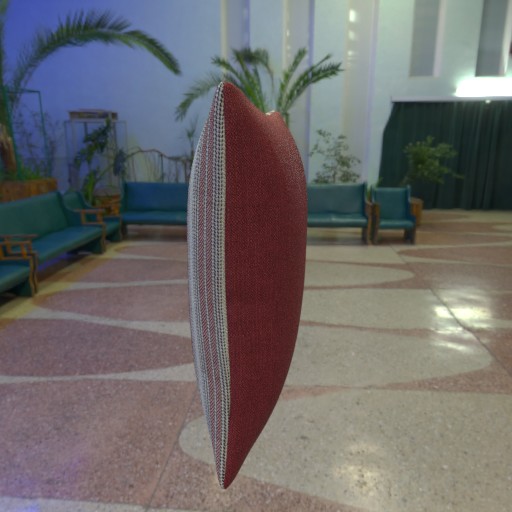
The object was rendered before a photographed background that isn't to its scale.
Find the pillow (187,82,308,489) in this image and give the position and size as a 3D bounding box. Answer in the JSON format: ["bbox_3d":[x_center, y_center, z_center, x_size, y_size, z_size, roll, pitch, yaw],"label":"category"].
[{"bbox_3d":[0.000,0.000,0.751,0.166,0.497,0.513,2,15,8],"label":"pillow"}]
